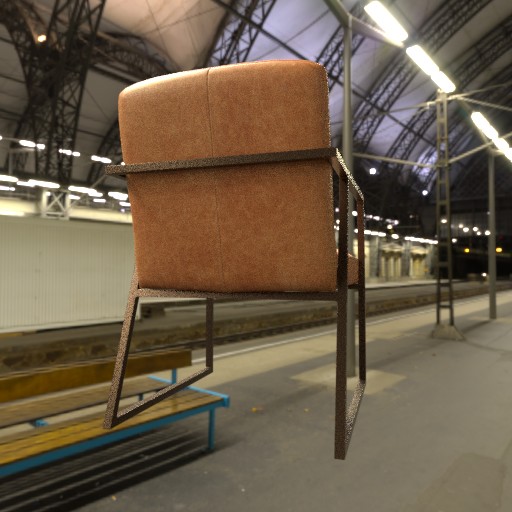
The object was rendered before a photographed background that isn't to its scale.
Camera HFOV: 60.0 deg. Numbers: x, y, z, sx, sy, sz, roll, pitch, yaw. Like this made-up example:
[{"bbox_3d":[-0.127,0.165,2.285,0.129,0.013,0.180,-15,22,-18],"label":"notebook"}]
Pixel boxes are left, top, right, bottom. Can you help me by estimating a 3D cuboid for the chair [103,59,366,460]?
[{"bbox_3d":[0.000,0.000,1.271,0.571,0.832,0.677,-1,-2,18],"label":"chair"}]
